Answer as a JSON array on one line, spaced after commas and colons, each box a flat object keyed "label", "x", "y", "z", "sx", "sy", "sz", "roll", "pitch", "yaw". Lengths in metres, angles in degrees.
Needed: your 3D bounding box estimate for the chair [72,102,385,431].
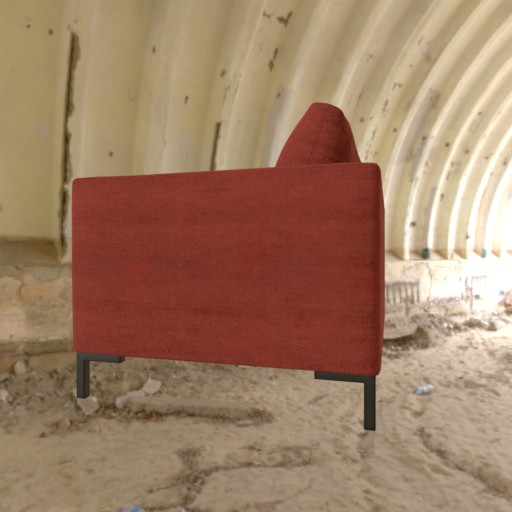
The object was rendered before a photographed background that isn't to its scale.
[{"label": "chair", "x": 0.000, "y": 0.000, "z": 1.582, "sx": 0.875, "sy": 0.812, "sz": 0.964, "roll": 0, "pitch": 0, "yaw": 17}]
